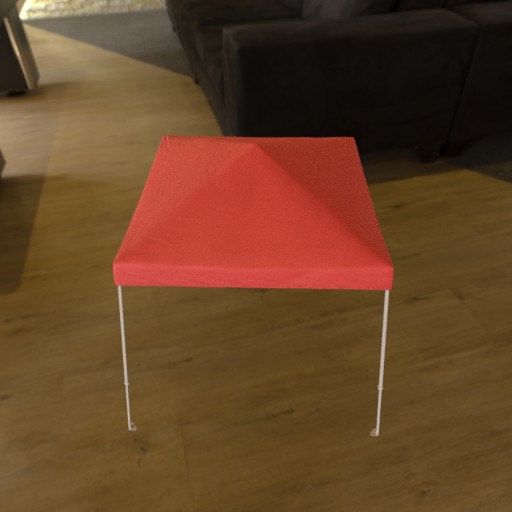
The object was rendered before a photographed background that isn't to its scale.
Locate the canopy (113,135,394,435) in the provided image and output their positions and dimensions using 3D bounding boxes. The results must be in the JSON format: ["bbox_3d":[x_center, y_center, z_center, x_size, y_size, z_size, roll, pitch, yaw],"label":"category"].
[{"bbox_3d":[0.000,0.000,6.521,3.599,3.600,3.600,1,42,1],"label":"canopy"}]
